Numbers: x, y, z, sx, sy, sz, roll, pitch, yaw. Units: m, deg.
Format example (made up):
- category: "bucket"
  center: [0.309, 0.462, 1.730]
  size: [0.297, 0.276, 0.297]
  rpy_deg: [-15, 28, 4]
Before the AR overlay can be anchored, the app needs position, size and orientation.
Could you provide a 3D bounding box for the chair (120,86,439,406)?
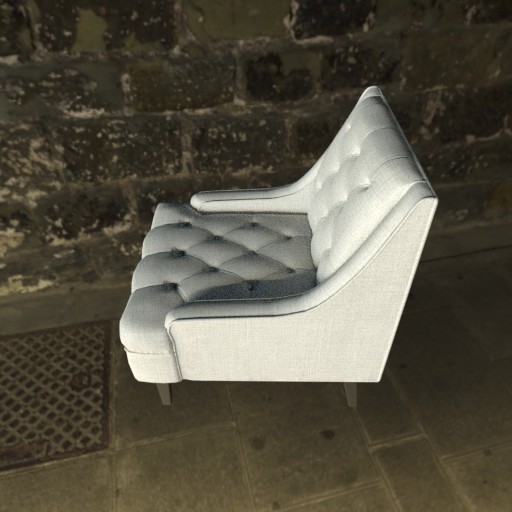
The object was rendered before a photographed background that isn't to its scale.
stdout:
- category: "chair"
  center: [0.000, 0.000, 1.437]
  size: [0.772, 0.891, 0.658]
  rpy_deg: [0, 41, 0]
